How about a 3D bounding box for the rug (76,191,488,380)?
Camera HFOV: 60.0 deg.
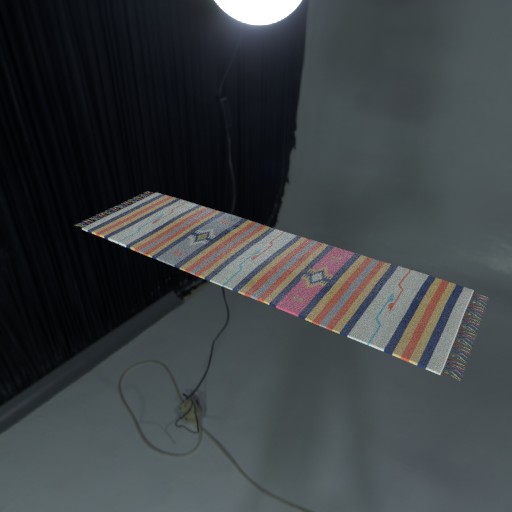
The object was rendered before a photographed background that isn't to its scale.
[{"bbox_3d":[0.000,0.000,2.618,2.455,0.017,0.695,19,37,28],"label":"rug"}]
